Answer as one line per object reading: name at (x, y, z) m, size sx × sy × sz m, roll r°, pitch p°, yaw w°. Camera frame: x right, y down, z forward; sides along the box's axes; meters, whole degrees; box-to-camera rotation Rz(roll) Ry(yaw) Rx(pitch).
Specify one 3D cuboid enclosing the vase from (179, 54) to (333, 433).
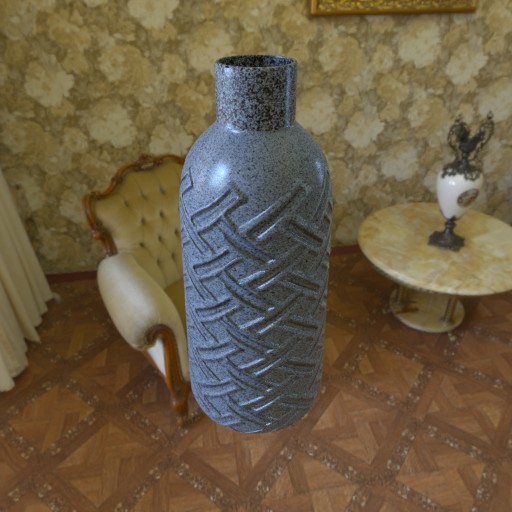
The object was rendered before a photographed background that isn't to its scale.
vase at (0.000, 0.000, 0.346) m, size 0.122 × 0.282 × 0.122 m, roll 0°, pitch 32°, yaw 0°
